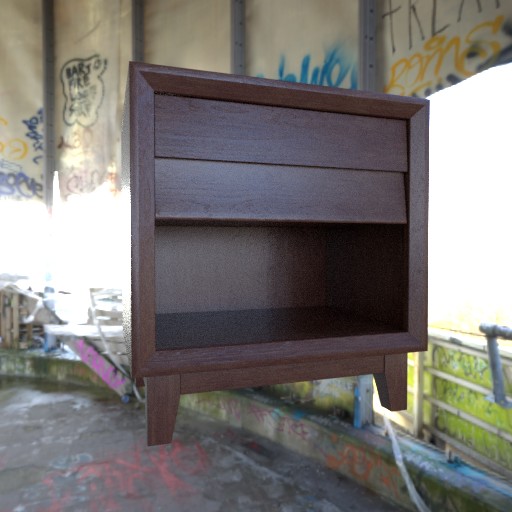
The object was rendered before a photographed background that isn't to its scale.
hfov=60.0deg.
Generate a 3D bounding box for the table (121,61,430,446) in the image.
[{"bbox_3d":[0.000,0.000,0.983,0.557,0.609,0.449,-1,2,-19],"label":"table"}]
